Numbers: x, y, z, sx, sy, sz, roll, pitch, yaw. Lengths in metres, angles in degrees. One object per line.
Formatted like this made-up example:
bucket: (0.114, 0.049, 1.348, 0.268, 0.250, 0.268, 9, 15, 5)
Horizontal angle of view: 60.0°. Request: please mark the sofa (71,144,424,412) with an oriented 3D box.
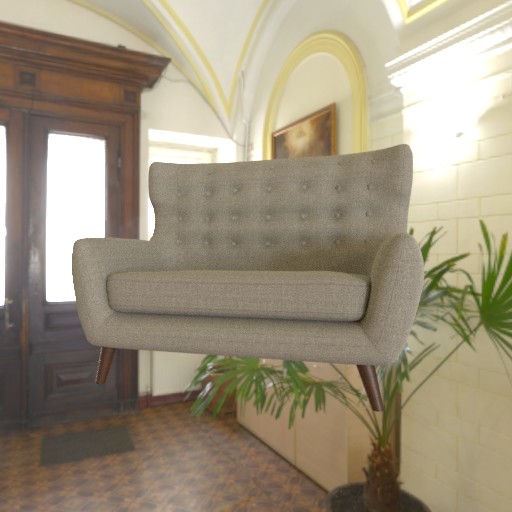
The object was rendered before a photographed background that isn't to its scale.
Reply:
sofa: (0.000, 0.000, 1.996, 1.386, 1.028, 0.884, 0, 0, 17)
